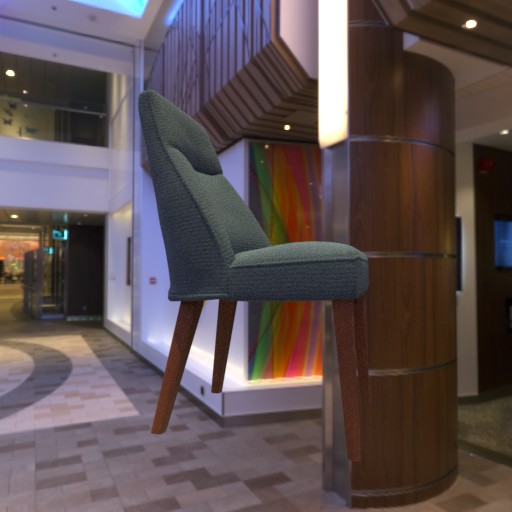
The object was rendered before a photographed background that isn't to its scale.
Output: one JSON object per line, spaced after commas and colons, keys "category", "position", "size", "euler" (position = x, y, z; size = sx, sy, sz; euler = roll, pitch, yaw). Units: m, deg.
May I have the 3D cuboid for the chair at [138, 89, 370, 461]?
{"category": "chair", "position": [0.000, 0.000, 1.296], "size": [0.620, 0.930, 0.500], "euler": [-1, -2, 17]}
